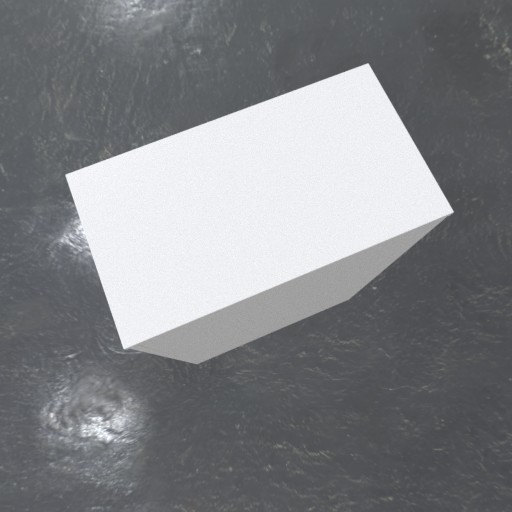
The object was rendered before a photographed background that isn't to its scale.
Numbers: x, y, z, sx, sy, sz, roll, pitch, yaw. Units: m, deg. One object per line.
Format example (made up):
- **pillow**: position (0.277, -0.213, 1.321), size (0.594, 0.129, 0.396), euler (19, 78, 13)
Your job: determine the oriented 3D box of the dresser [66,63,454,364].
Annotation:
- **dresser**: position (0.000, 0.000, 1.404), size (0.704, 1.021, 0.401), euler (-22, 76, -6)
